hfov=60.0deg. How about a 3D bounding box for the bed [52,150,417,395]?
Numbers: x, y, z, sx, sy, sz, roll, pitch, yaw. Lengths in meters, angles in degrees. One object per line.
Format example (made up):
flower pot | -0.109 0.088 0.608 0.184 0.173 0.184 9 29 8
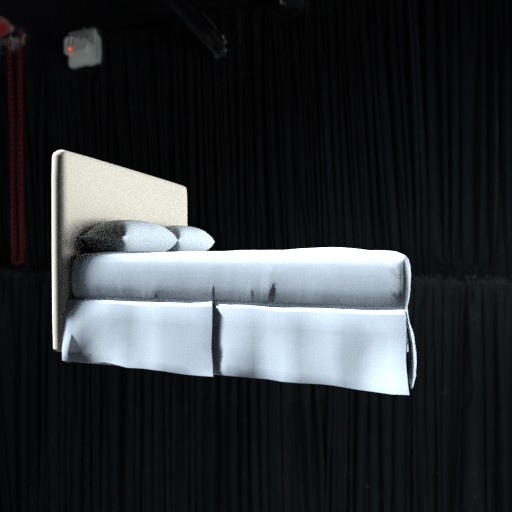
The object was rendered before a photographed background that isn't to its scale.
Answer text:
bed | 0.000 0.000 3.195 2.142 1.330 1.748 0 1 18
